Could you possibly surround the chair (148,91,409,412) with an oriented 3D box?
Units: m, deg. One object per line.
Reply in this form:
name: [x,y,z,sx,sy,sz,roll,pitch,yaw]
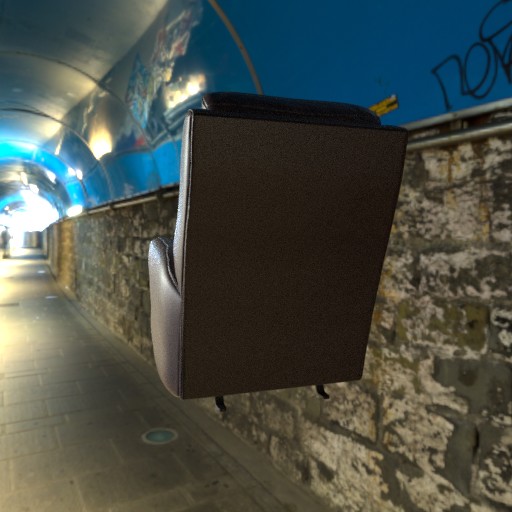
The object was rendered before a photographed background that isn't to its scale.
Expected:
chair: [0.000,0.000,1.795,0.829,1.030,1.080,-1,2,-17]
